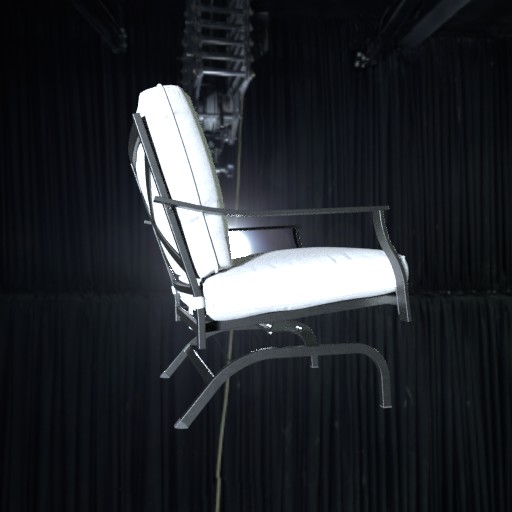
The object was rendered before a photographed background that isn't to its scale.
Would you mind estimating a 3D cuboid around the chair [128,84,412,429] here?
[{"bbox_3d":[0.000,0.000,1.418,0.787,0.860,0.650,0,-1,-16],"label":"chair"}]
